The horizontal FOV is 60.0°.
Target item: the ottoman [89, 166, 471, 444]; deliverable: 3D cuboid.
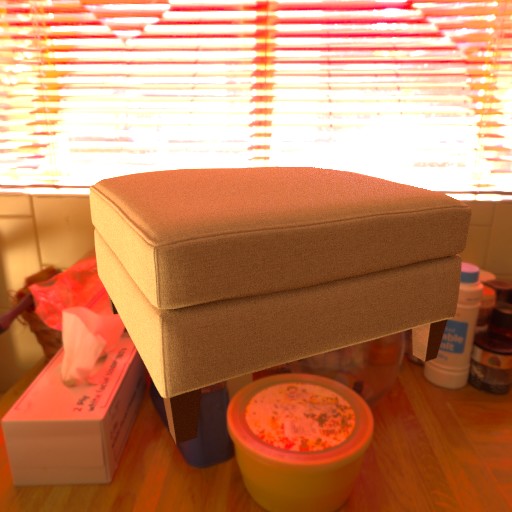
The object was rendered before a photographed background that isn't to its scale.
[{"bbox_3d":[0.000,0.000,1.343,0.838,0.503,0.838,-9,19,-26],"label":"ottoman"}]
